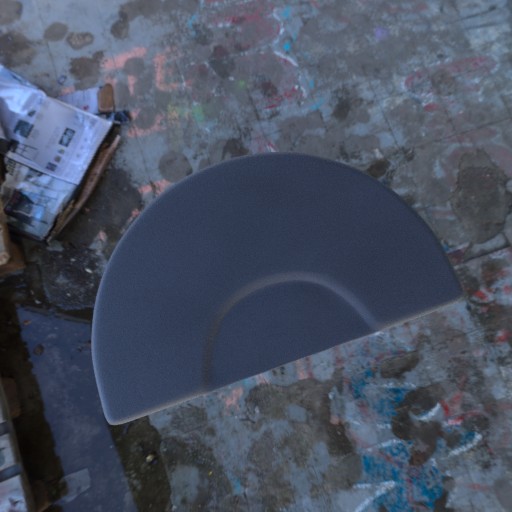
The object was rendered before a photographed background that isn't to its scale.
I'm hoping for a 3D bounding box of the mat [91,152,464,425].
[{"bbox_3d":[0.000,0.000,1.858,1.525,0.016,0.917,-19,77,-4],"label":"mat"}]
